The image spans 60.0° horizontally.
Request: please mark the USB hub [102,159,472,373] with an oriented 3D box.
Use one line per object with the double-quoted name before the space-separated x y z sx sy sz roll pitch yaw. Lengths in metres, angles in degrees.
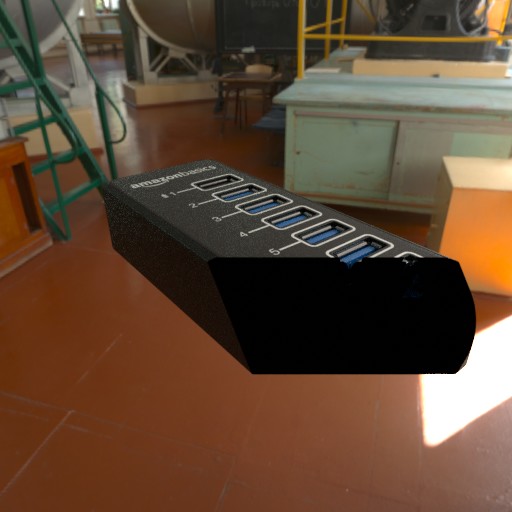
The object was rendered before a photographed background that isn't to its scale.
"USB hub" 0.000 0.000 0.124 0.044 0.023 0.110 -22 36 -33
